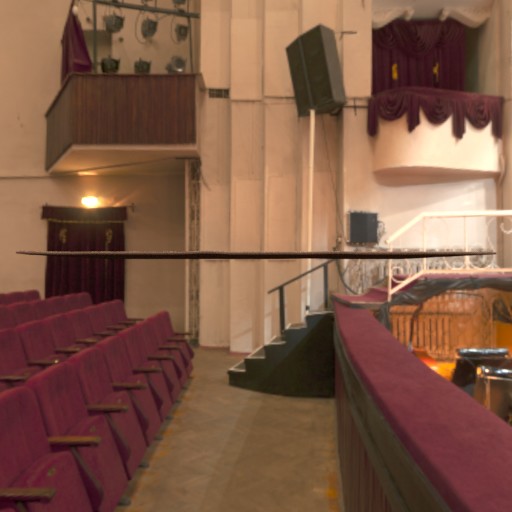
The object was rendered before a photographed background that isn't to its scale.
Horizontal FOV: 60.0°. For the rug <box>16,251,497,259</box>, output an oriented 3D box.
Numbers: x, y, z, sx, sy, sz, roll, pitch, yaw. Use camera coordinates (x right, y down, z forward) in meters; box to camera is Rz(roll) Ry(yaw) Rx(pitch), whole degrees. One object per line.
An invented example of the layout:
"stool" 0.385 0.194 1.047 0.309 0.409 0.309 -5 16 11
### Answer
"rug" 0.000 0.000 1.052 0.867 0.007 0.515 0 -1 -1
